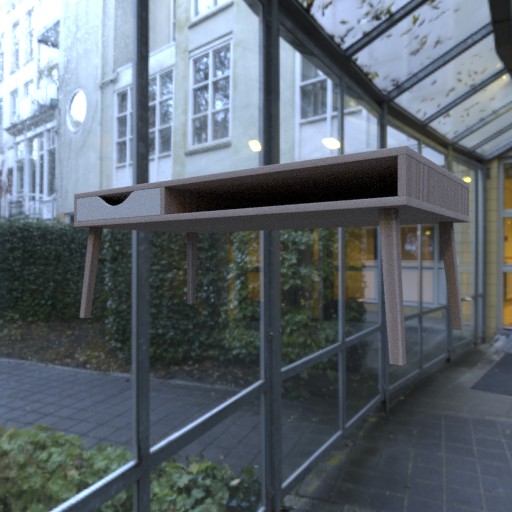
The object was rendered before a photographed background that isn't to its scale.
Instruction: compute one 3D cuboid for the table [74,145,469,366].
[{"bbox_3d":[0.000,0.000,1.490,1.200,0.450,0.600,0,0,37],"label":"table"}]
